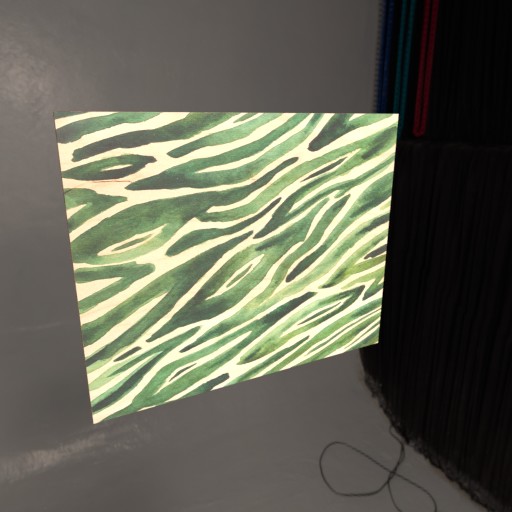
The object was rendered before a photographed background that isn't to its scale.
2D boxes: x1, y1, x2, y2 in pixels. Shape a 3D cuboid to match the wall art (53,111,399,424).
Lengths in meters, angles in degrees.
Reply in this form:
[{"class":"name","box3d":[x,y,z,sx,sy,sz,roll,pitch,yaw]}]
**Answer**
[{"class":"wall art","box3d":[0.000,0.000,0.664,0.508,0.408,0.012,-9,19,-26]}]
